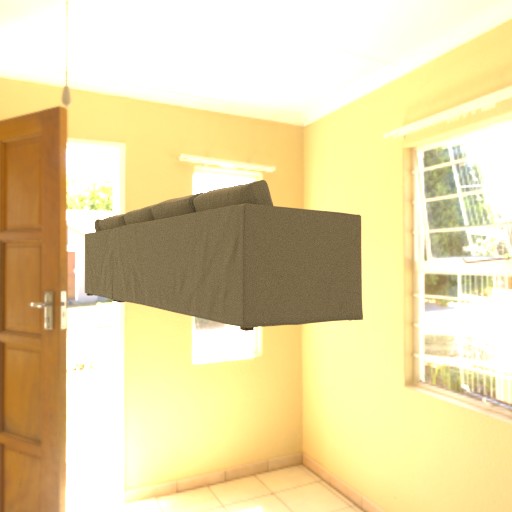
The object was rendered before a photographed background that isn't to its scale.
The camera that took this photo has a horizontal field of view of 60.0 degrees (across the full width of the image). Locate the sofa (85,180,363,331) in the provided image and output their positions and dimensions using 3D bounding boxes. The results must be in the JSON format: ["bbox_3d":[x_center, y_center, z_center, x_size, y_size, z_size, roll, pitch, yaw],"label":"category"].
[{"bbox_3d":[0.000,0.000,4.322,2.432,0.871,3.182,1,-1,-36],"label":"sofa"}]
